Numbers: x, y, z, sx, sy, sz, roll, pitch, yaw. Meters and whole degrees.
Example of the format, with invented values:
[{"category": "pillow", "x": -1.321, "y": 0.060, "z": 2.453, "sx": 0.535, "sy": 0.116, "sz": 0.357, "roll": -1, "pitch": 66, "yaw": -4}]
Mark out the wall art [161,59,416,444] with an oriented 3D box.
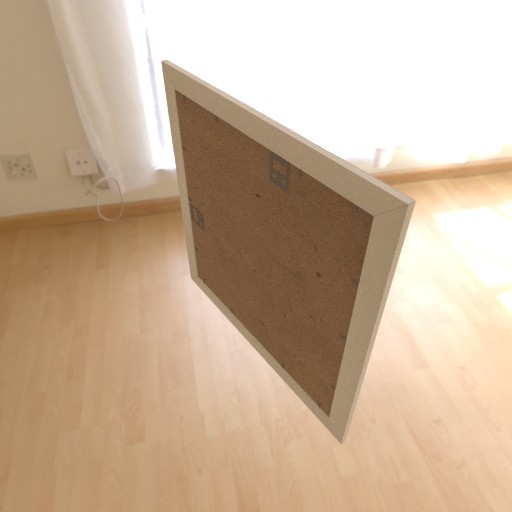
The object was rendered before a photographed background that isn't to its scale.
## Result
[{"category": "wall art", "x": 0.000, "y": 0.000, "z": 0.868, "sx": 0.013, "sy": 0.584, "sz": 0.584, "roll": -27, "pitch": 49, "yaw": -26}]
